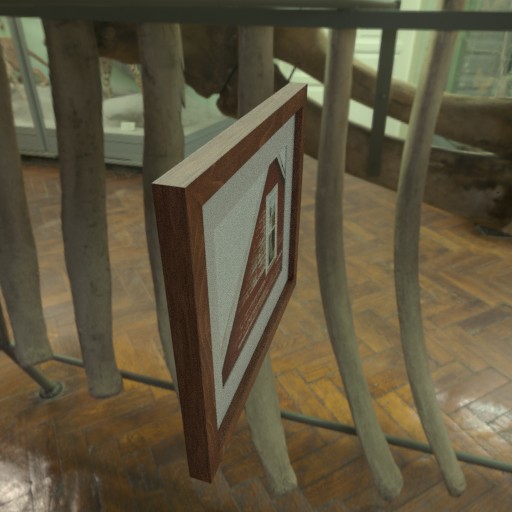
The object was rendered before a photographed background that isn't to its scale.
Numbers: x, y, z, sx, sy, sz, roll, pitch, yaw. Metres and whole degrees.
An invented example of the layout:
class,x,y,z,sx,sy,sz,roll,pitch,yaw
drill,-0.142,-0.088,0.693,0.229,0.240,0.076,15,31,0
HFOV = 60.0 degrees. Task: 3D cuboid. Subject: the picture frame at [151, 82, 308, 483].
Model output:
class,x,y,z,sx,sy,sz,roll,pitch,yaw
picture frame,0.000,0.000,0.534,0.025,0.330,0.381,9,33,15
